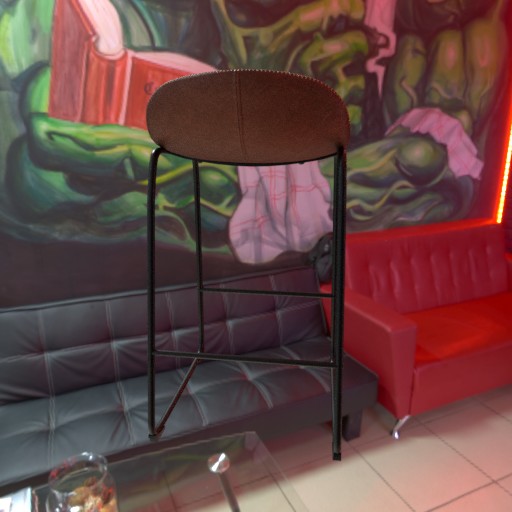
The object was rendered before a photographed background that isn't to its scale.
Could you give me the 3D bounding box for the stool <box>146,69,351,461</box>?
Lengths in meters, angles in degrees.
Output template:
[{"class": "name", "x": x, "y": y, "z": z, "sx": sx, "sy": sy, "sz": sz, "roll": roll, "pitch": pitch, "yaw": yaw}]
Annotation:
[{"class": "stool", "x": 0.000, "y": 0.000, "z": 1.132, "sx": 0.454, "sy": 0.830, "sz": 0.473, "roll": 2, "pitch": 16, "yaw": 8}]
